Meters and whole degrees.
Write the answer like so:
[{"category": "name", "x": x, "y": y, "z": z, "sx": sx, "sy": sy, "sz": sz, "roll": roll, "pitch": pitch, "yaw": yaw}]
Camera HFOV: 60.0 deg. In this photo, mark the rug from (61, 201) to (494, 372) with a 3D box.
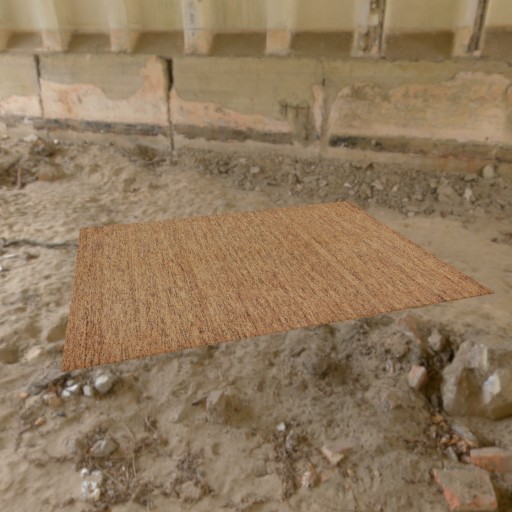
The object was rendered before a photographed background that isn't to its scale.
[{"category": "rug", "x": 0.000, "y": 0.000, "z": 4.134, "sx": 3.200, "sy": 0.012, "sz": 2.438, "roll": -7, "pitch": 26, "yaw": -16}]
